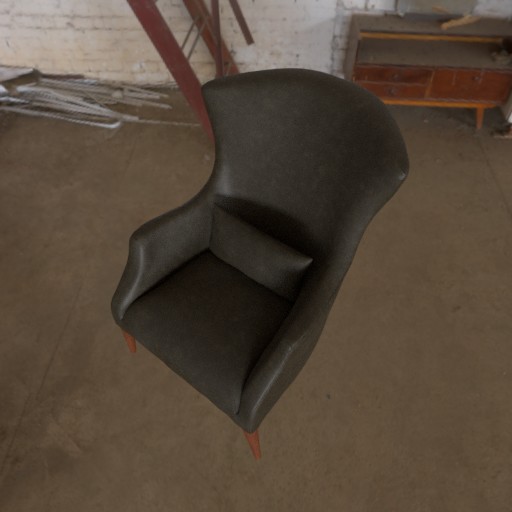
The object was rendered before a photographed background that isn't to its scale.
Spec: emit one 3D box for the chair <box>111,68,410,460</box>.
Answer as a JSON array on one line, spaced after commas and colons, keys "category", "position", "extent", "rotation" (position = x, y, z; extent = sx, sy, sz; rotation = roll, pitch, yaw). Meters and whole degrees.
[{"category": "chair", "position": [0.000, 0.000, 1.711], "extent": [0.819, 1.068, 0.954], "rotation": [31, 55, 25]}]
